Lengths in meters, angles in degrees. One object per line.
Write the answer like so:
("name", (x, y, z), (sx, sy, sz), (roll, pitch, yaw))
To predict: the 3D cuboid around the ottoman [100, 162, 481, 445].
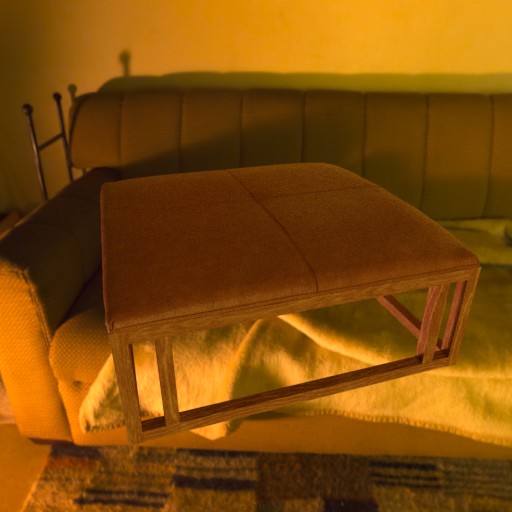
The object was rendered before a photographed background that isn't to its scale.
("ottoman", (0.000, 0.000, 1.597), (1.016, 0.442, 1.013), (-8, 29, -16))
